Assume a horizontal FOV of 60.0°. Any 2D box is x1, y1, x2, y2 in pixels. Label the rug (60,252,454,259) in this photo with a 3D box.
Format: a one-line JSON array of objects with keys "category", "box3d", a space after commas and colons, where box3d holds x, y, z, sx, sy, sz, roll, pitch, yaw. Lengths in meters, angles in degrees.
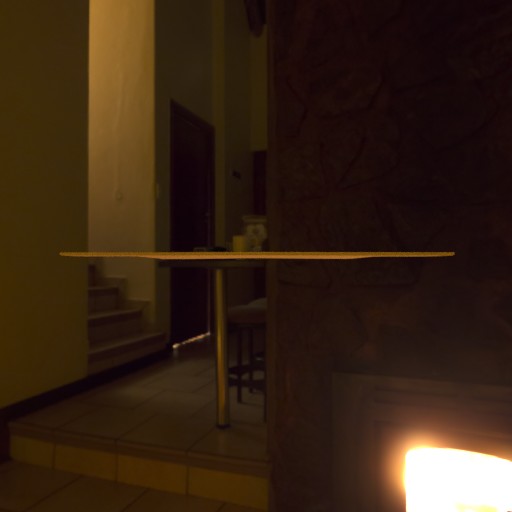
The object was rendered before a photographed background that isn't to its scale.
[{"category": "rug", "box3d": [0.000, 0.000, 4.309, 2.434, 0.045, 3.202, 0, -1, 0]}]
